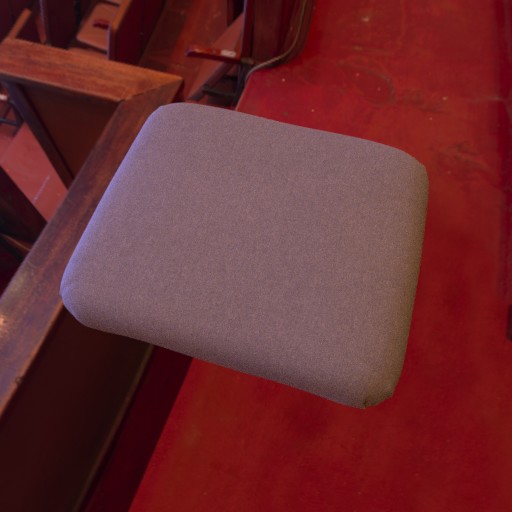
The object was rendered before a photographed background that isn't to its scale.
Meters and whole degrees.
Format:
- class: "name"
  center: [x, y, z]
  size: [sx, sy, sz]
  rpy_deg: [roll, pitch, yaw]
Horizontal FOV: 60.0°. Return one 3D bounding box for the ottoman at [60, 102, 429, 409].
- class: "ottoman"
  center: [0.000, 0.000, 1.133]
  size: [0.747, 0.450, 0.622]
  rpy_deg: [15, 64, 8]
